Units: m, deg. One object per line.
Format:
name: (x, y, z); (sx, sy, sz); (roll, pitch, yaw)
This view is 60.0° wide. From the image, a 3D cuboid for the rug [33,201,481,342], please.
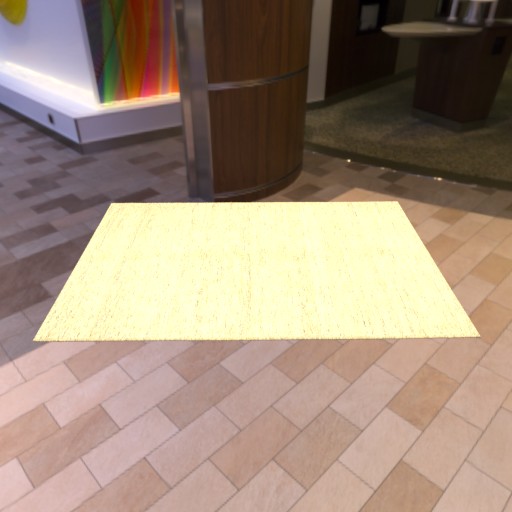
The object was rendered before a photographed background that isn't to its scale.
rug: (0.000, 0.000, 2.349); (1.850, 0.015, 1.250); (0, 34, -1)
